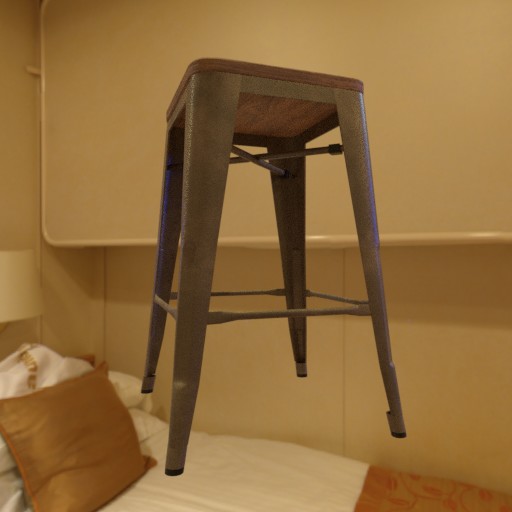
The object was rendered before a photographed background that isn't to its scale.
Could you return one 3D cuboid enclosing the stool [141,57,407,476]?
[{"bbox_3d":[0.000,0.000,0.868,0.407,0.607,0.407,0,0,-19],"label":"stool"}]
